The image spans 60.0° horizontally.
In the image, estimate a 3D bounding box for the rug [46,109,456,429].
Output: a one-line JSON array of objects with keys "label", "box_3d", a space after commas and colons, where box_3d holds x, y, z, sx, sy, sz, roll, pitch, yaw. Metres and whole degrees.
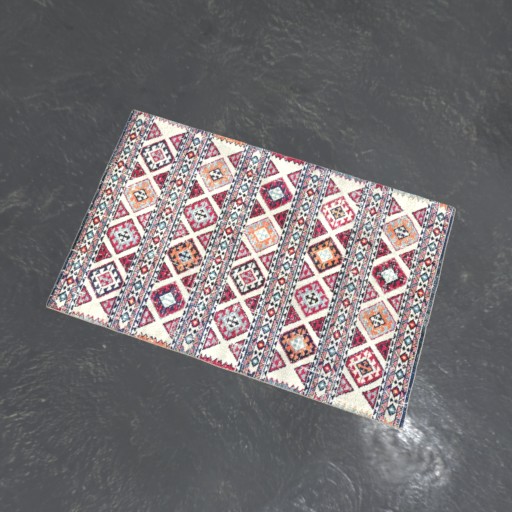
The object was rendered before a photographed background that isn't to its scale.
[{"label": "rug", "box_3d": [0.000, 0.000, 3.017, 2.440, 0.010, 1.545, 18, 77, 4]}]
